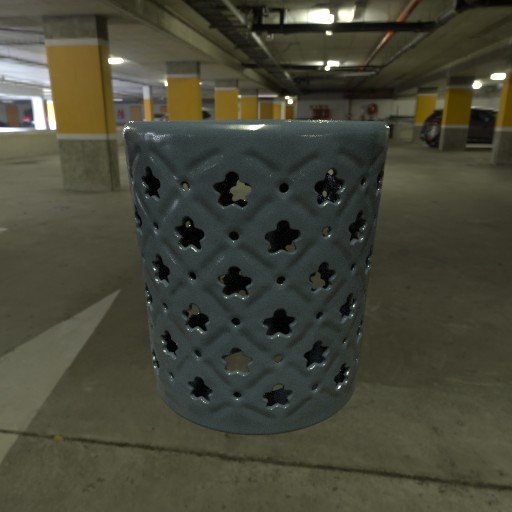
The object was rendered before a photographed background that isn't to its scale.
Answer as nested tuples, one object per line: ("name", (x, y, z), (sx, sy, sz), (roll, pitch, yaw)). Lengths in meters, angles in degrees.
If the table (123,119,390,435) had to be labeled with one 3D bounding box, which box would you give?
("table", (0.000, 0.000, 0.656), (0.352, 0.387, 0.352), (0, 17, 0))
